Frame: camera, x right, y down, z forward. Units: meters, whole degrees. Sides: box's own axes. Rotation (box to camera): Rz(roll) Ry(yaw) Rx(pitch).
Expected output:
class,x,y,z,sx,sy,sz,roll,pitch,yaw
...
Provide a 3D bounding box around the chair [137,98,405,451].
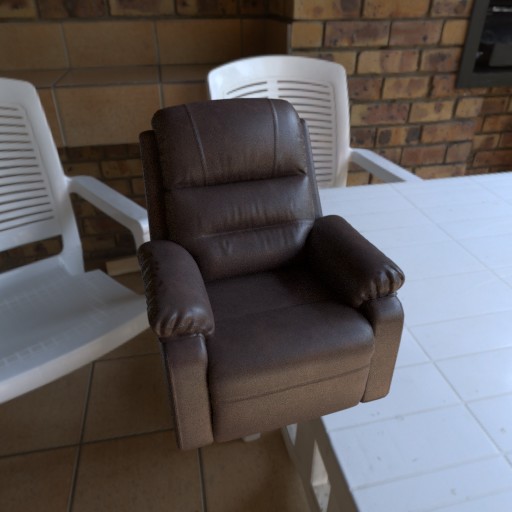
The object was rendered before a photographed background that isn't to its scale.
class,x,y,z,sx,sy,sz,roll,pitch,yaw
chair,0.000,0.000,1.668,0.855,0.992,0.919,-9,33,-15
